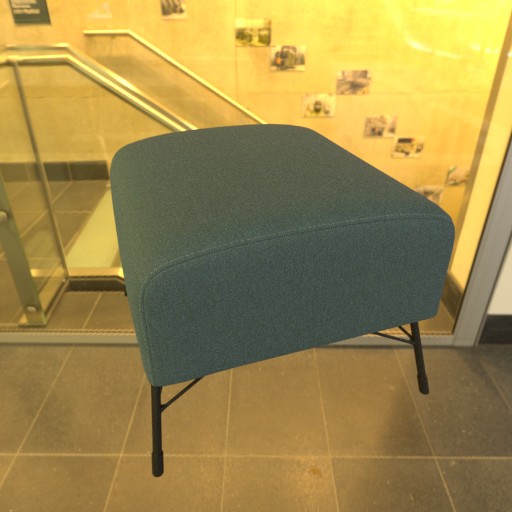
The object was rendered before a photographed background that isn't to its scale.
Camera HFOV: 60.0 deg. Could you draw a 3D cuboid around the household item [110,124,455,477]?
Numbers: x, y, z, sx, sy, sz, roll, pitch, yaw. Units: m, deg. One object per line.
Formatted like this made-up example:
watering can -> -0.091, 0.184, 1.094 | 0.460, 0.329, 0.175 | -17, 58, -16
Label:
household item -> 0.000, 0.000, 0.884 | 0.530, 0.420, 0.530 | -10, 33, -16
